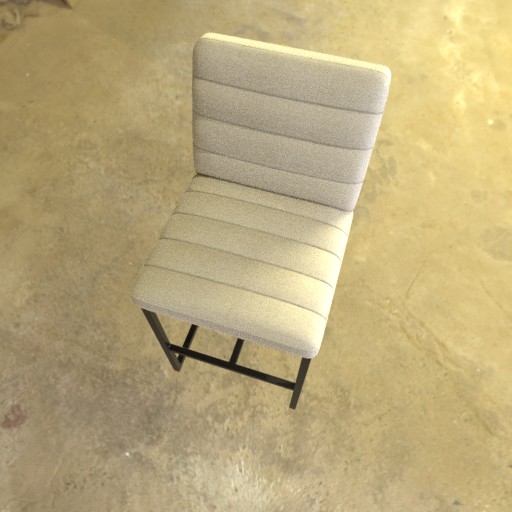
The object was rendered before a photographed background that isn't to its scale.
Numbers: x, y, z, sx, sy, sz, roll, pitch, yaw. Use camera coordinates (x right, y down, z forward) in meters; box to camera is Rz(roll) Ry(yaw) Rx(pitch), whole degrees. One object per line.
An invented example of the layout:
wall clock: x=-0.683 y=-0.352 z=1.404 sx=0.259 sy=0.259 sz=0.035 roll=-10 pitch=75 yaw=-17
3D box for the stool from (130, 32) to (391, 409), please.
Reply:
stool: x=0.000 y=0.000 z=1.242 sx=0.460 sy=0.940 sz=0.560 roll=15 pitch=59 yaw=9
